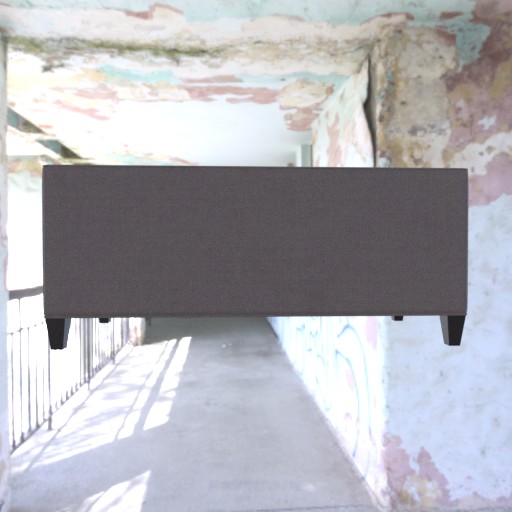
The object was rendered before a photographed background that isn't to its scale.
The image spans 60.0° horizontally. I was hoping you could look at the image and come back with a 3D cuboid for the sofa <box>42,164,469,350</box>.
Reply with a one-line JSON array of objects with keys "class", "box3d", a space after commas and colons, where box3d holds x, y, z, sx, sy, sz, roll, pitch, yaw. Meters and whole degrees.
[{"class": "sofa", "box3d": [0.000, 0.000, 2.220, 1.778, 0.762, 0.775, 0, 1, -3]}]
